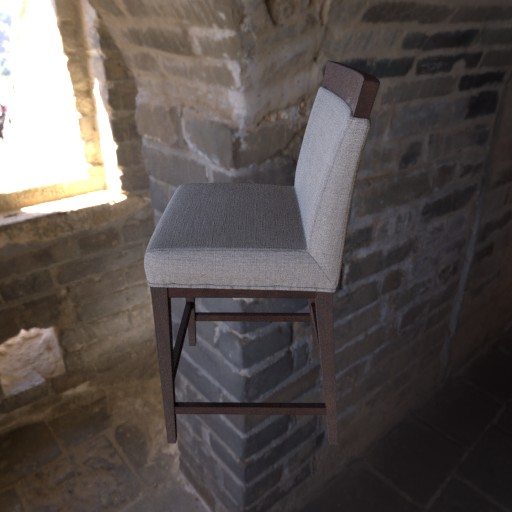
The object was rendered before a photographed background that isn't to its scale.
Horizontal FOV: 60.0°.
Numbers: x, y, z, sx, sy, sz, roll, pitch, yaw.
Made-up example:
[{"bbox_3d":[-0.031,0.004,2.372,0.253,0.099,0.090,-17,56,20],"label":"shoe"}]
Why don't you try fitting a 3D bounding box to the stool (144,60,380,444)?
[{"bbox_3d":[0.000,0.000,1.286,0.531,1.009,0.512,0,27,0],"label":"stool"}]
